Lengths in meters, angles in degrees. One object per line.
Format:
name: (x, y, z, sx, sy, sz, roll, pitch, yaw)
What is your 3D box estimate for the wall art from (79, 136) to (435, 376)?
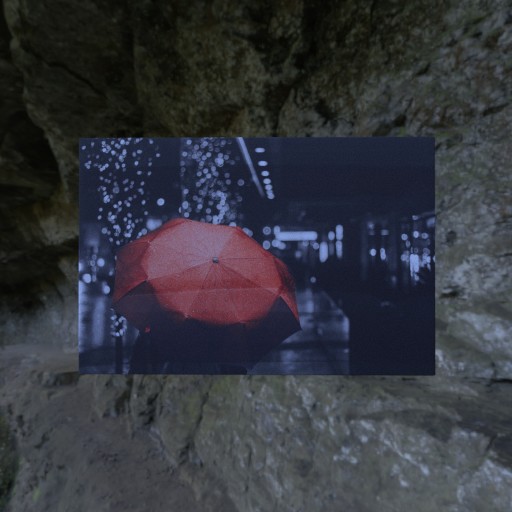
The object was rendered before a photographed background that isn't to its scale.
wall art: (0.000, 0.000, 0.774, 0.609, 0.406, 0.037, 0, 0, 1)
